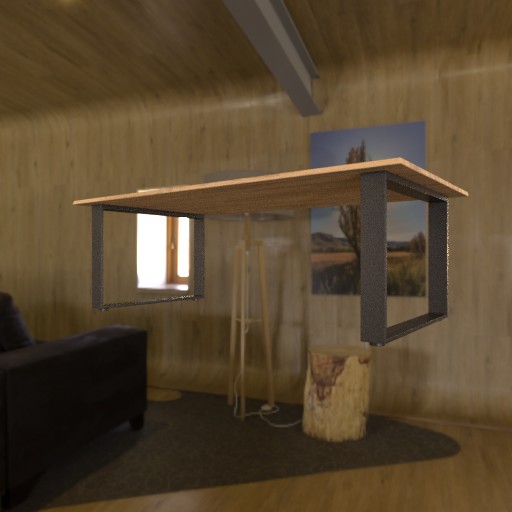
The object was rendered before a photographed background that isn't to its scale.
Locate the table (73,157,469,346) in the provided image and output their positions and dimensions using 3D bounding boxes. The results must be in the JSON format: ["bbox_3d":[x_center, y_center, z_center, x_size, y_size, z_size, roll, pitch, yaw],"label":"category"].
[{"bbox_3d":[0.000,0.000,1.666,1.331,0.445,0.693,0,0,37],"label":"table"}]
